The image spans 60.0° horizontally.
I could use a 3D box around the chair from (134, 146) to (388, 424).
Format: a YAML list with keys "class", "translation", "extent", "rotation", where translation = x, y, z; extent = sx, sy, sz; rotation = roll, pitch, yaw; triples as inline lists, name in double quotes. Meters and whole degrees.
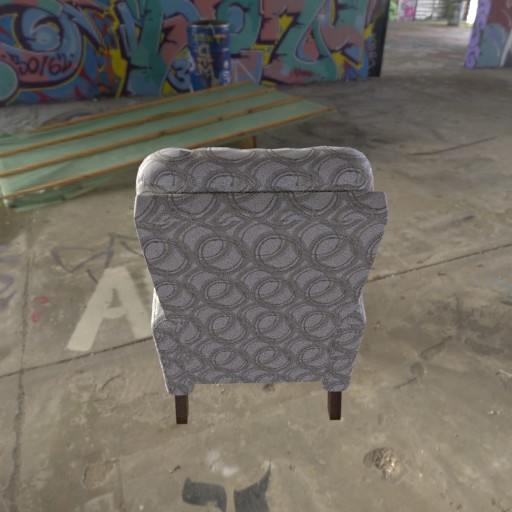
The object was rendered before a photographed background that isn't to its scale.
- class: "chair"
  translation: [0.000, 0.000, 1.731]
  extent: [0.796, 1.065, 0.995]
  rotation: [-1, 32, -2]
